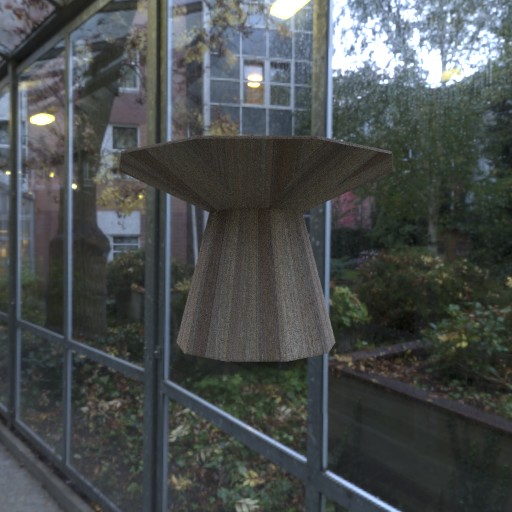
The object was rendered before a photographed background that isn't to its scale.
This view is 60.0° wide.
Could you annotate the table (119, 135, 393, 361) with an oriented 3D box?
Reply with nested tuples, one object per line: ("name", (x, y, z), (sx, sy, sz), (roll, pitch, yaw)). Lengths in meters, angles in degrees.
("table", (0.000, 0.000, 1.924), (1.186, 0.752, 1.186), (0, 1, 0))
